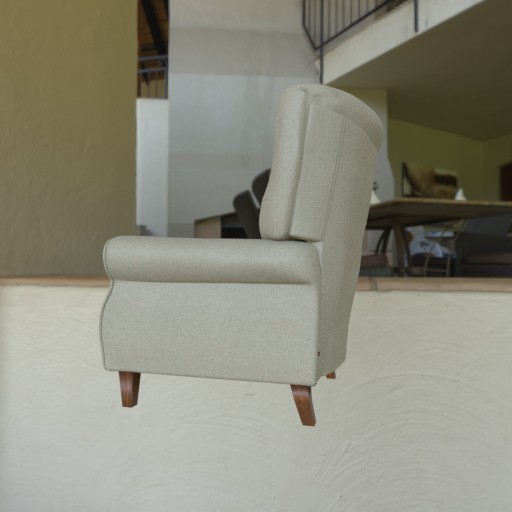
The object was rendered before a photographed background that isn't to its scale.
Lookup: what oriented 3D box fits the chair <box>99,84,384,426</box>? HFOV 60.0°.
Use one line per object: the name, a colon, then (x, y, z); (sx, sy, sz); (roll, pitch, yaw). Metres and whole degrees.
chair: (0.000, 0.000, 1.905); (1.059, 1.158, 0.943); (0, -1, 17)
